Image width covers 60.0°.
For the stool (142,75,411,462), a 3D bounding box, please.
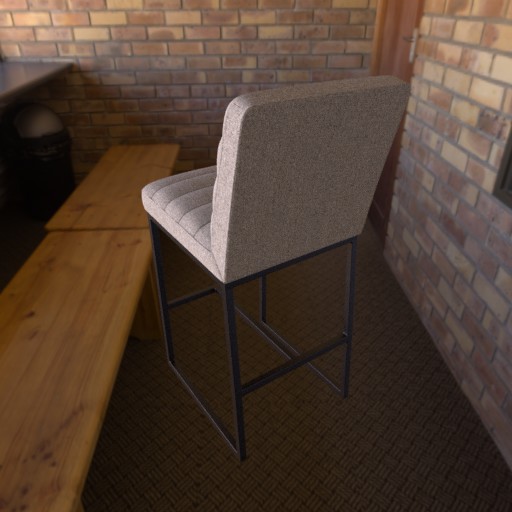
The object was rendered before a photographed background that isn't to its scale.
[{"bbox_3d":[0.000,0.000,1.315,0.459,1.034,0.571,-19,35,-30],"label":"stool"}]
